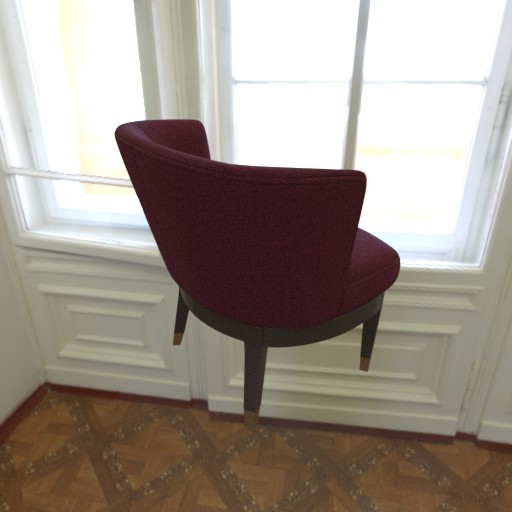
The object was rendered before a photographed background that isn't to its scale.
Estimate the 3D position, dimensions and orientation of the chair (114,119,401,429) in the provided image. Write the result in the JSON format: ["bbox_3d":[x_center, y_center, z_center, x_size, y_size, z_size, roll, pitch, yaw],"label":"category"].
[{"bbox_3d":[0.000,0.000,1.296,0.660,0.760,0.700,-19,33,-32],"label":"chair"}]
